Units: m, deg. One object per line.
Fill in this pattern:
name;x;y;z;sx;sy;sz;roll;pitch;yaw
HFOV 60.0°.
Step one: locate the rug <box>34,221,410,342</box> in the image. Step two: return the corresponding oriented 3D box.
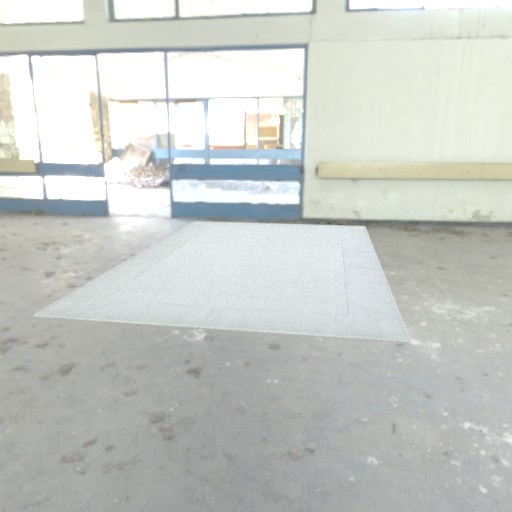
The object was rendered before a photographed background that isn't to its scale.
rug;0.000;0.000;2.264;1.219;0.013;1.829;2;15;9
